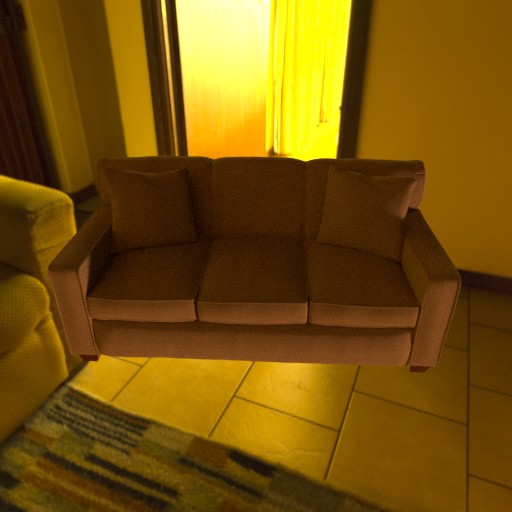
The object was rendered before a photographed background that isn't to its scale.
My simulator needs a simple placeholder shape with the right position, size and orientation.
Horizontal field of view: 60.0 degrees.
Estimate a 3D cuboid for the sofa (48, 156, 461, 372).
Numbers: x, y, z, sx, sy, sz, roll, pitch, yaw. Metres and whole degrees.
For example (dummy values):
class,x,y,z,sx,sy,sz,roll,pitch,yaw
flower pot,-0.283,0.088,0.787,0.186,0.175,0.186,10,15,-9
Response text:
class,x,y,z,sx,sy,sz,roll,pitch,yaw
sofa,0.000,0.000,2.594,2.024,0.958,0.997,1,31,2
